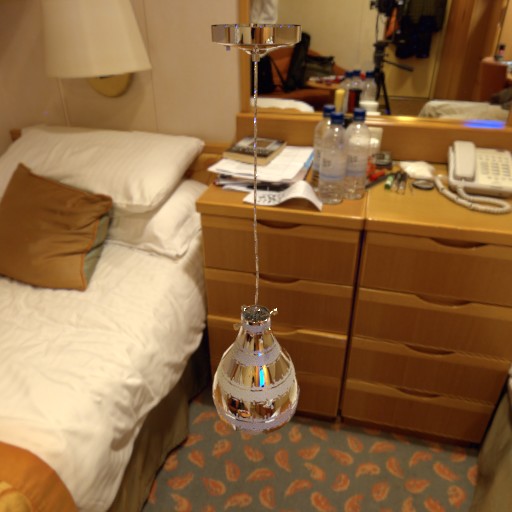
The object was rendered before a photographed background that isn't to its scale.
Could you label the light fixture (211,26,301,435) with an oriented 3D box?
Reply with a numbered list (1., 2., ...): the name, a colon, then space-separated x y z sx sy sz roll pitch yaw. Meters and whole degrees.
1. light fixture: 0.000 0.000 1.578 0.374 1.457 0.374 -17 34 -28
